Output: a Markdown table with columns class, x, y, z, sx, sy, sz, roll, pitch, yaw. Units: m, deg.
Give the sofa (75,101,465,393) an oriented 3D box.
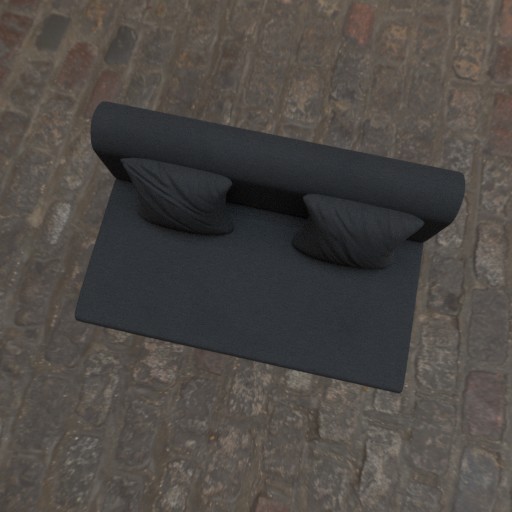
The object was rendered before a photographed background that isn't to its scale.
| class | x | y | z | sx | sy | sz | roll | pitch | yaw |
| --- | --- | --- | --- | --- | --- | --- | --- | --- | --- |
| sofa | 0.000 | 0.000 | 1.678 | 1.225 | 0.670 | 0.762 | 12 | 77 | 3 |
